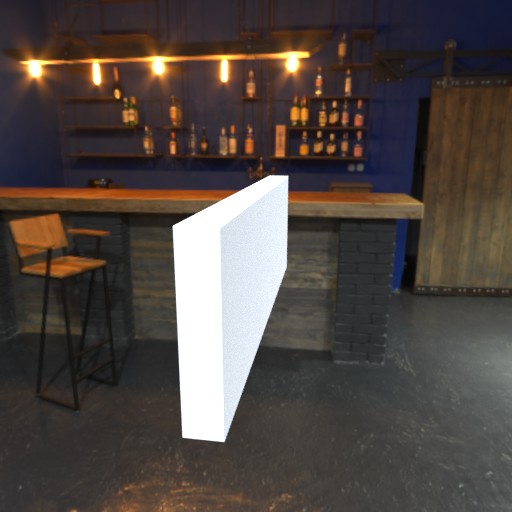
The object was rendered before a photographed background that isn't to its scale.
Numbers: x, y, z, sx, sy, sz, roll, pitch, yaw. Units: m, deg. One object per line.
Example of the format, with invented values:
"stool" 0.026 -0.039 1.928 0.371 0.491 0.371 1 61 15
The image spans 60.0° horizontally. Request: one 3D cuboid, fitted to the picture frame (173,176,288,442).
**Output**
"picture frame" 0.000 0.000 0.844 0.050 0.250 0.759 2 14 9
